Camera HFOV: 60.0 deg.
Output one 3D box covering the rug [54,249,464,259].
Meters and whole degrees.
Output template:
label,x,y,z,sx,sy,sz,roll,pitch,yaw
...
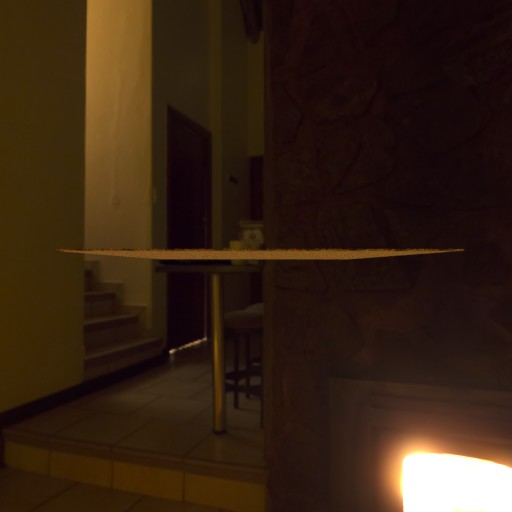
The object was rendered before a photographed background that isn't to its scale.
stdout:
label,x,y,z,sx,sy,sz,roll,pitch,yaw
rug,0.000,0.000,3.422,1.971,0.010,2.651,0,-1,-1
